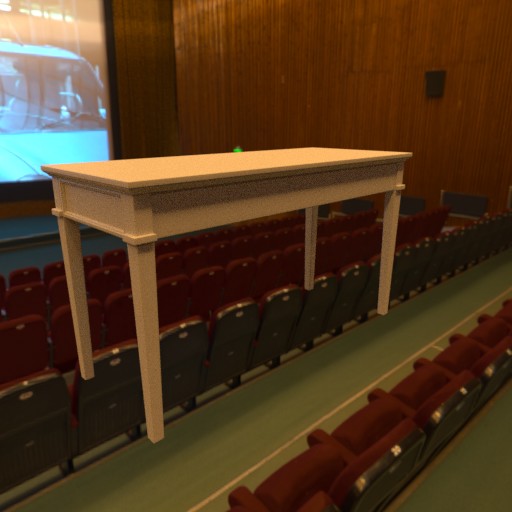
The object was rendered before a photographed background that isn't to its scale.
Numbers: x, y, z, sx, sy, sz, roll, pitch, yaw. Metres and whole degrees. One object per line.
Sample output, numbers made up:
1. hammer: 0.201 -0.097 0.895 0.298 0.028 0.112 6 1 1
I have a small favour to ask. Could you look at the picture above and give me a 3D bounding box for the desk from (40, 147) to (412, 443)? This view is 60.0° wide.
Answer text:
1. desk: 0.000 0.000 1.788 1.372 0.774 0.559 -16 23 -42
